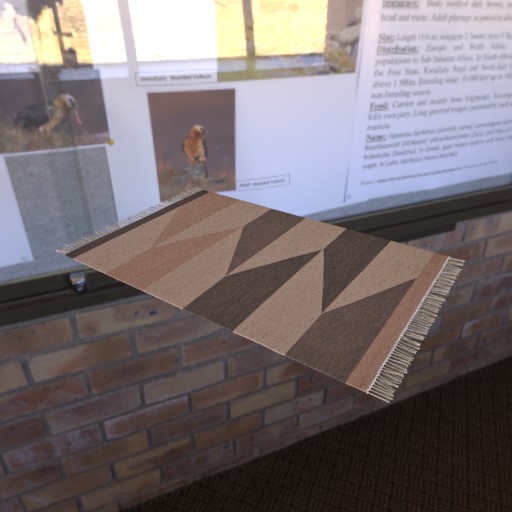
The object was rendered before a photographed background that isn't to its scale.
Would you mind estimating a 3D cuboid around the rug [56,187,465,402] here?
[{"bbox_3d":[0.000,0.000,2.528,2.021,0.027,1.224,19,35,29],"label":"rug"}]
